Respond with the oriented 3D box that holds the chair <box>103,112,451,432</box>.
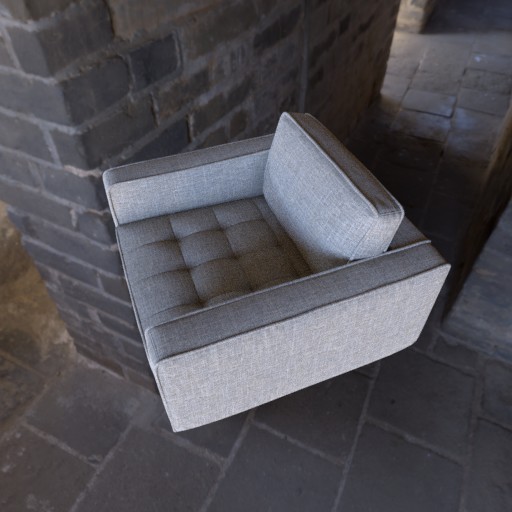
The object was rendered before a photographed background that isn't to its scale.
[{"bbox_3d":[0.000,0.000,1.604,0.914,0.765,0.889,-16,48,-15],"label":"chair"}]
